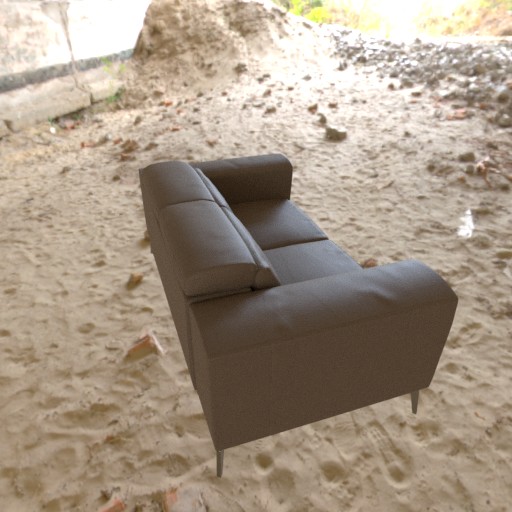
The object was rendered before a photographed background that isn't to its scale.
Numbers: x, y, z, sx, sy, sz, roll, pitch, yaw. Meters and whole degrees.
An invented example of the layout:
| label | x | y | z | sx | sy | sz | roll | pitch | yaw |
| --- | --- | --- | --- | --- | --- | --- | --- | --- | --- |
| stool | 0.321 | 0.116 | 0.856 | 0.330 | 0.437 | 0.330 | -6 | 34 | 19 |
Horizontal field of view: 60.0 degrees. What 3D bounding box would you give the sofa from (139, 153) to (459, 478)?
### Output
| label | x | y | z | sx | sy | sz | roll | pitch | yaw |
| --- | --- | --- | --- | --- | --- | --- | --- | --- | --- |
| sofa | 0.000 | 0.000 | 2.402 | 1.003 | 0.779 | 1.895 | -10 | 32 | -17 |
